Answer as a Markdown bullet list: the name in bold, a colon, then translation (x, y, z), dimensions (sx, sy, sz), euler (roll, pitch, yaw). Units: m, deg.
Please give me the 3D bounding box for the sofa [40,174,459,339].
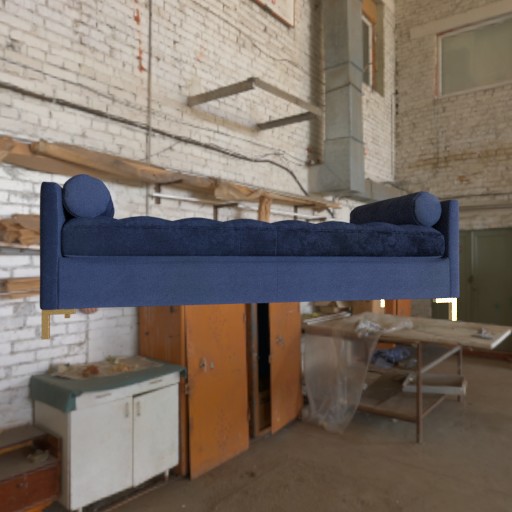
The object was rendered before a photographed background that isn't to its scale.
- **sofa**: translation (0.000, 0.000, 2.476), dimensions (2.102, 0.705, 0.796), euler (0, -1, -16)
